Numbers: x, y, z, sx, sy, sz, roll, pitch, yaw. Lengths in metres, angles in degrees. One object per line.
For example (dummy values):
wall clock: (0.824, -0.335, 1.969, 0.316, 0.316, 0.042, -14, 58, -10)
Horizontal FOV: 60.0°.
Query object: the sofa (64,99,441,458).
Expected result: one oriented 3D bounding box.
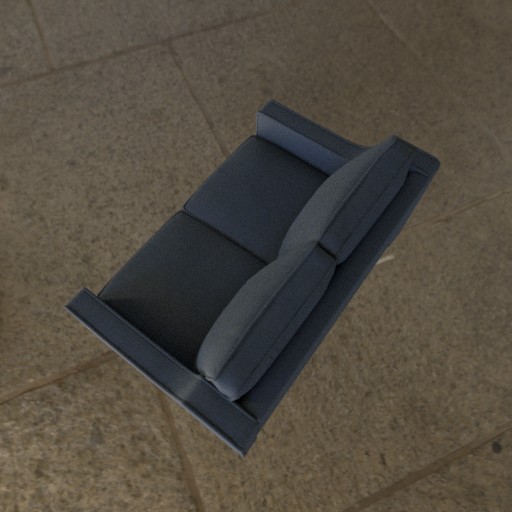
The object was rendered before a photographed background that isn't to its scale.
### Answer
sofa: (0.000, 0.000, 2.167, 0.987, 0.971, 1.501, 34, 68, 16)
